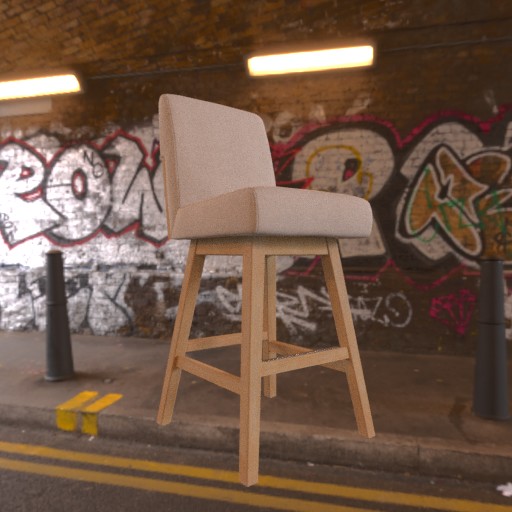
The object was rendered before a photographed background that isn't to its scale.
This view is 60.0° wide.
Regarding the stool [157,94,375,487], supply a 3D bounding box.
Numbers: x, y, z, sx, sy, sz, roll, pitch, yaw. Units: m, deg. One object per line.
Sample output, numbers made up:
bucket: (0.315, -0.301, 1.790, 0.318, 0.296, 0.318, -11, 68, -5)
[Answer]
stool: (0.000, 0.000, 1.304, 0.446, 1.015, 0.543, 0, 1, -37)
